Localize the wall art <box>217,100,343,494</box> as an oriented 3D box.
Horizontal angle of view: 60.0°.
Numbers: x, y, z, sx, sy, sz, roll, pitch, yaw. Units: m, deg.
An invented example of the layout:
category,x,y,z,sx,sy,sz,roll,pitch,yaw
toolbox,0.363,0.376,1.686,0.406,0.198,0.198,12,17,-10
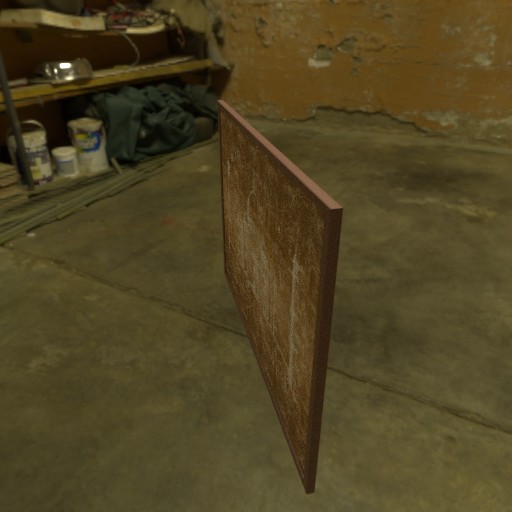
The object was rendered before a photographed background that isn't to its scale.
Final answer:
category,x,y,z,sx,sy,sz,roll,pitch,yaw
wall art,0.000,0.000,0.830,0.014,0.455,0.660,-7,29,-12
